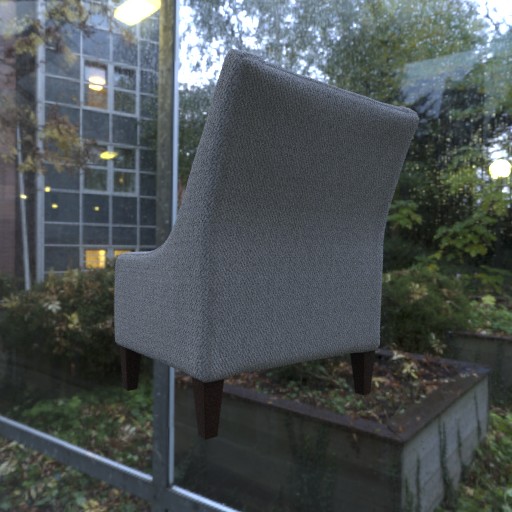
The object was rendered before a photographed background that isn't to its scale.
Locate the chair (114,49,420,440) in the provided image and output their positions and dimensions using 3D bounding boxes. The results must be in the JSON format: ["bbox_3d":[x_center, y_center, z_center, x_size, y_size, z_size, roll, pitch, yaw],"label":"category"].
[{"bbox_3d":[0.000,0.000,1.614,0.774,1.014,0.870,0,-1,-37],"label":"chair"}]
